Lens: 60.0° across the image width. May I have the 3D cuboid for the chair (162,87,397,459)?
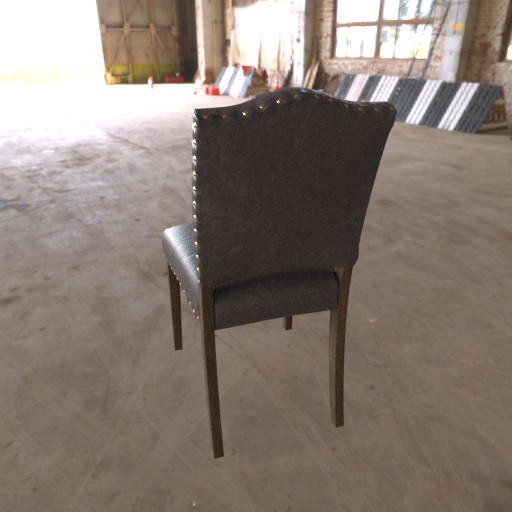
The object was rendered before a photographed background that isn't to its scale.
[{"bbox_3d":[0.000,0.000,1.331,0.500,0.991,0.633,-8,26,-16],"label":"chair"}]
